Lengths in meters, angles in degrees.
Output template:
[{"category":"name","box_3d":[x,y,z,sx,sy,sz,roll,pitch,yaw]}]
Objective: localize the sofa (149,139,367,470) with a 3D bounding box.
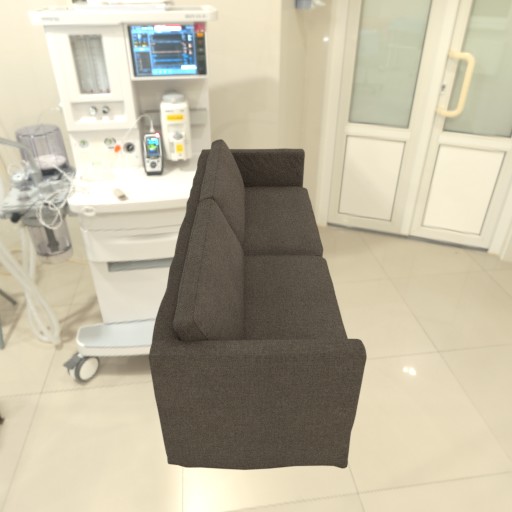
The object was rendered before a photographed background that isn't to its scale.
[{"category":"sofa","box_3d":[0.000,0.000,3.319,1.036,0.998,2.779,0,33,-1]}]
